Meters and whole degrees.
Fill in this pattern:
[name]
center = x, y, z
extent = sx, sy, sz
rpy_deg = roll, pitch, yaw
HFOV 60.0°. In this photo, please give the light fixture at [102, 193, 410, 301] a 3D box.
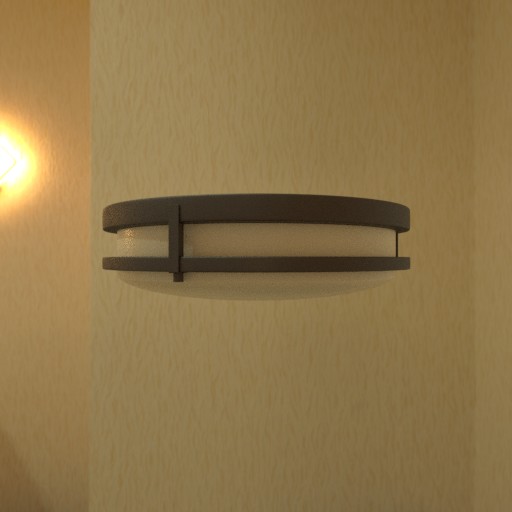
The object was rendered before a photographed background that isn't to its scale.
[light fixture]
center = 0.000, 0.000, 0.541
extent = 0.356, 0.102, 0.356
rpy_deg = 0, 0, 0
